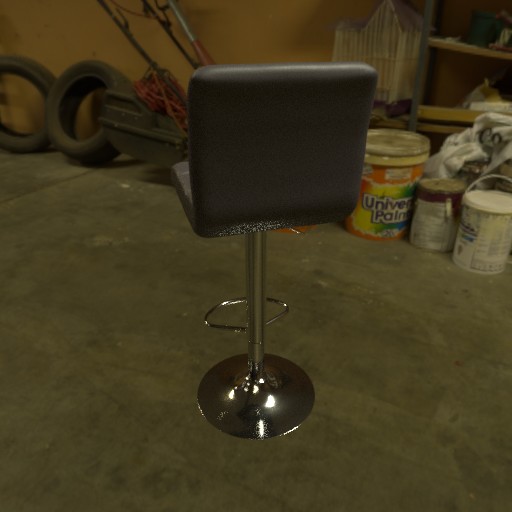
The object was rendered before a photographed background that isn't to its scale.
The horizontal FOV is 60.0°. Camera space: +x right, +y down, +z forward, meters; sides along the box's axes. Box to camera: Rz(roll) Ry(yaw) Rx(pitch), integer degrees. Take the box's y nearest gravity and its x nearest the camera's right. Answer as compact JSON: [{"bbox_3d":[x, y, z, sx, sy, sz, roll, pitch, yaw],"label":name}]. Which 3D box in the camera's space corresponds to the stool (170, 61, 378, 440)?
[{"bbox_3d":[0.000,0.000,1.355,0.430,1.115,0.505,-8,28,-15],"label":"stool"}]
